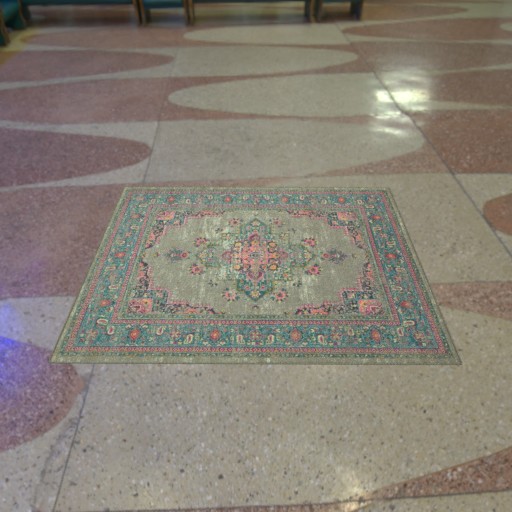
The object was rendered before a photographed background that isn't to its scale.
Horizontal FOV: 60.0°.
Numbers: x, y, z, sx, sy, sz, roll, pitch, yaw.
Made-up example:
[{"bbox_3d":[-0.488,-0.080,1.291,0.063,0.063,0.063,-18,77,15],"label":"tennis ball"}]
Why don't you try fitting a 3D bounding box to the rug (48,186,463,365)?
[{"bbox_3d":[0.000,0.000,4.179,3.057,0.013,2.434,0,41,0],"label":"rug"}]
